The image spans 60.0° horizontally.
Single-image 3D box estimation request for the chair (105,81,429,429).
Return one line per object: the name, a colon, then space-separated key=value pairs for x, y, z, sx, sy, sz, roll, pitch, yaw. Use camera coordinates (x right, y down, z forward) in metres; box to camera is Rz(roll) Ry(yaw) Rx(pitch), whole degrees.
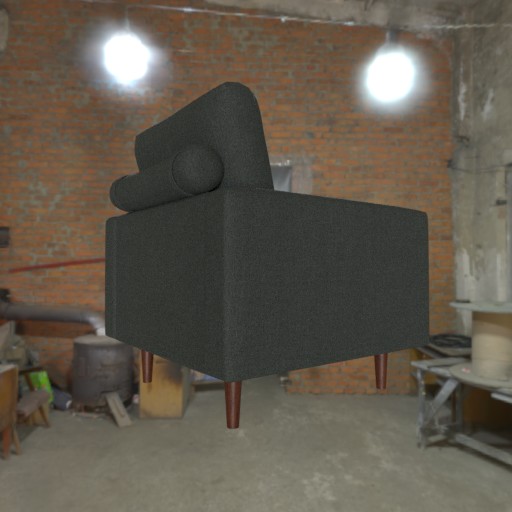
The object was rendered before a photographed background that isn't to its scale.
chair: x=0.000 y=0.000 z=1.508 sx=0.843 sy=0.880 sz=0.821 roll=1 pitch=-2 yaw=-37
